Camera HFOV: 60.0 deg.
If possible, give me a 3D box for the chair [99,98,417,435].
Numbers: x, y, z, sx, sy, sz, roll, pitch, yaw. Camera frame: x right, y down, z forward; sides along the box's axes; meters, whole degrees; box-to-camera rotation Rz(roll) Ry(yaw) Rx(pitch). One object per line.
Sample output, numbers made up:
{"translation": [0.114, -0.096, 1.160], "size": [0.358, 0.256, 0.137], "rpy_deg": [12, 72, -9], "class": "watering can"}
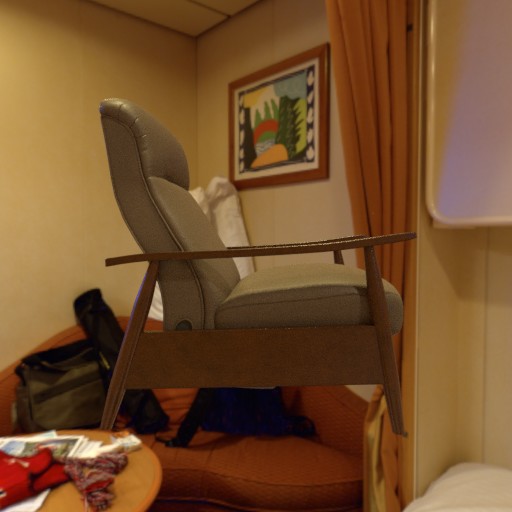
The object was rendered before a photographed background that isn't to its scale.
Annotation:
{"translation": [0.000, 0.000, 1.741], "size": [1.014, 1.082, 0.762], "rpy_deg": [0, 2, 2], "class": "chair"}
